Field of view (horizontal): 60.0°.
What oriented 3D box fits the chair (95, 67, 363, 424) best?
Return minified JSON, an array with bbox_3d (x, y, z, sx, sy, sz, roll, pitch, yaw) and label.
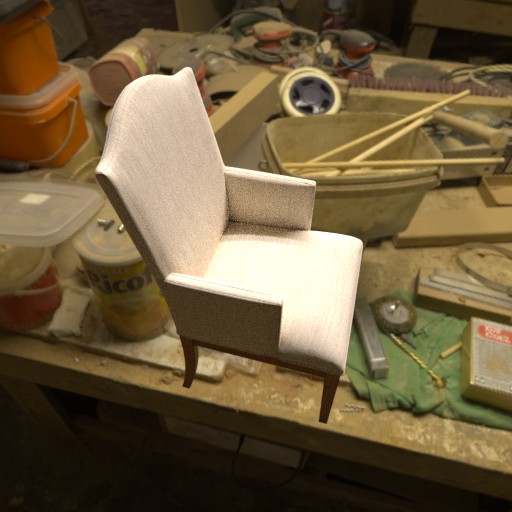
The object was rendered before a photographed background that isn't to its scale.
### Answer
[{"bbox_3d":[0.000,0.000,1.352,0.641,1.016,0.533,11,49,10],"label":"chair"}]
